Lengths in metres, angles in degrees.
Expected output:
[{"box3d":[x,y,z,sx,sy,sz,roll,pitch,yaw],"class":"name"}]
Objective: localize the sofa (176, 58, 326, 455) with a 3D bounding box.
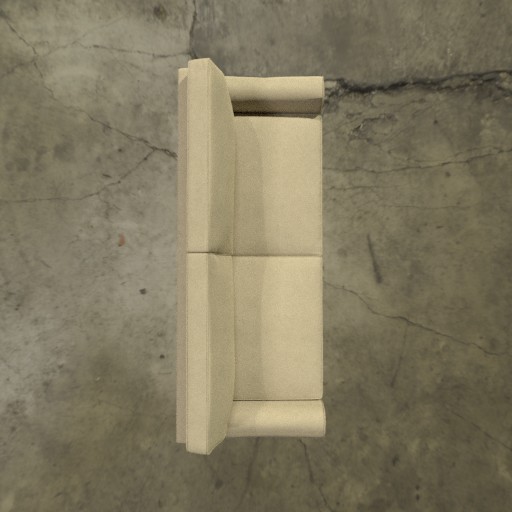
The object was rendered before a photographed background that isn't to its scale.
[{"box3d":[0.000,0.000,2.789,0.900,1.014,2.246,0,89,-1],"class":"sofa"}]
